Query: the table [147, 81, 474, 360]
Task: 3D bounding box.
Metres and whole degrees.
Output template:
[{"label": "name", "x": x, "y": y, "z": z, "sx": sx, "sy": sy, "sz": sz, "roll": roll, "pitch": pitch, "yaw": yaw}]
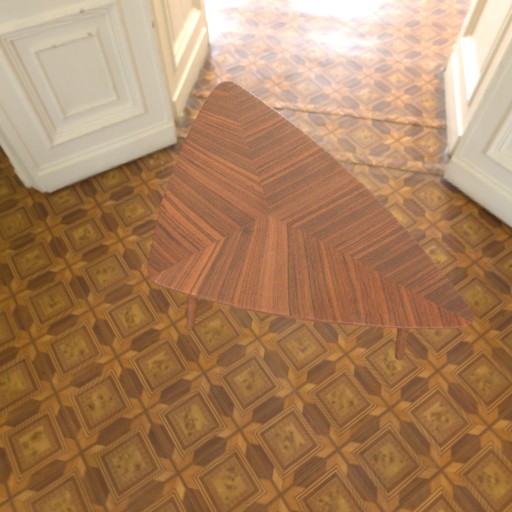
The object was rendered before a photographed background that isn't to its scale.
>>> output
[{"label": "table", "x": 0.000, "y": 0.000, "z": 1.274, "sx": 0.601, "sy": 0.365, "sz": 1.008, "roll": -30, "pitch": 63, "yaw": -18}]
